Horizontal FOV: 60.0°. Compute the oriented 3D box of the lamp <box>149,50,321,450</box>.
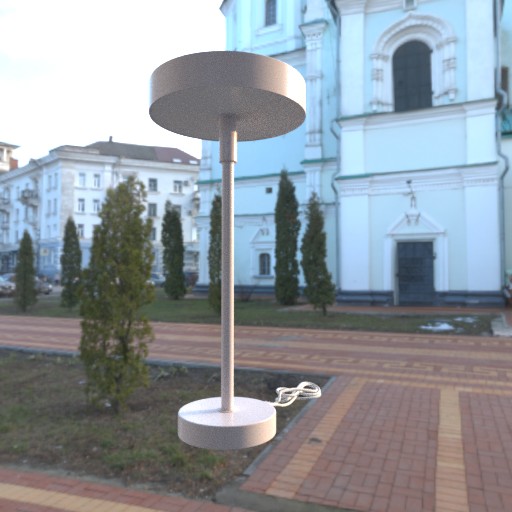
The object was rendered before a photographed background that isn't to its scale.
[{"bbox_3d":[0.000,0.000,0.704,0.229,0.508,0.369,-2,-3,36],"label":"lamp"}]
